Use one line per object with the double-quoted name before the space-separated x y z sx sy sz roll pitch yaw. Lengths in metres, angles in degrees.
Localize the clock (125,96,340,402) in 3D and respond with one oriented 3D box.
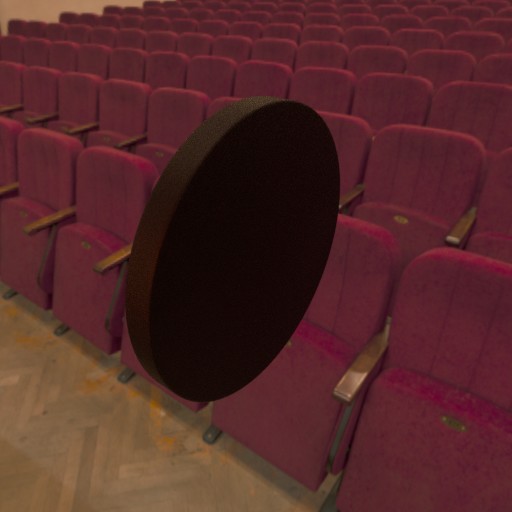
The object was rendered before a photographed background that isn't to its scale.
"clock" 0.000 0.000 0.462 0.029 0.314 0.314 22 38 31
